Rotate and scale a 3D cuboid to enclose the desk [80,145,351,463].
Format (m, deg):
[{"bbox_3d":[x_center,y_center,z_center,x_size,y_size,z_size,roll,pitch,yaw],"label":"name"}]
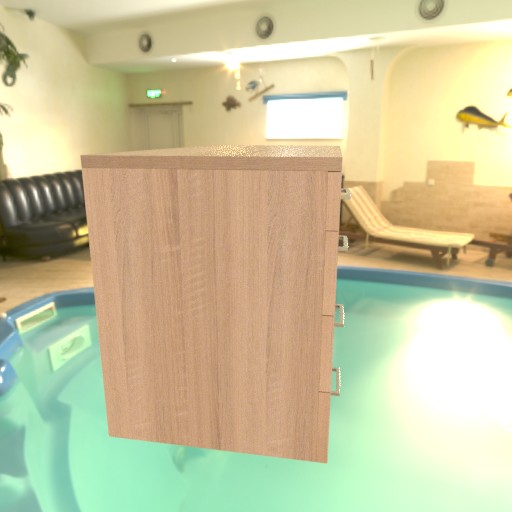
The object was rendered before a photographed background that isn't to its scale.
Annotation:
[{"bbox_3d":[0.000,0.000,1.556,0.600,0.731,1.100,3,15,10],"label":"desk"}]
